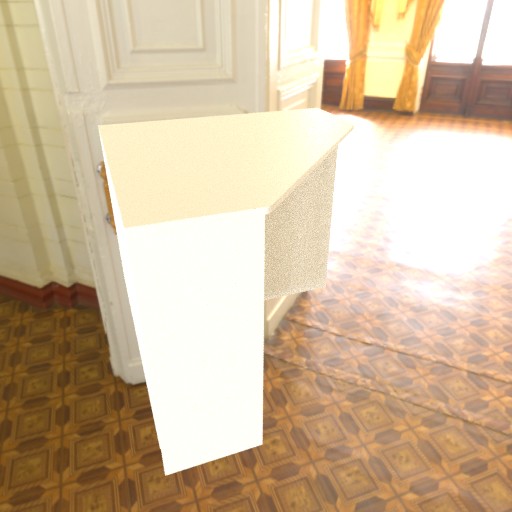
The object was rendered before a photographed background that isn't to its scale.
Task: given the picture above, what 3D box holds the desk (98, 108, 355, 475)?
[{"bbox_3d":[0.000,0.000,1.636,0.926,0.818,0.940,-10,31,-18],"label":"desk"}]
